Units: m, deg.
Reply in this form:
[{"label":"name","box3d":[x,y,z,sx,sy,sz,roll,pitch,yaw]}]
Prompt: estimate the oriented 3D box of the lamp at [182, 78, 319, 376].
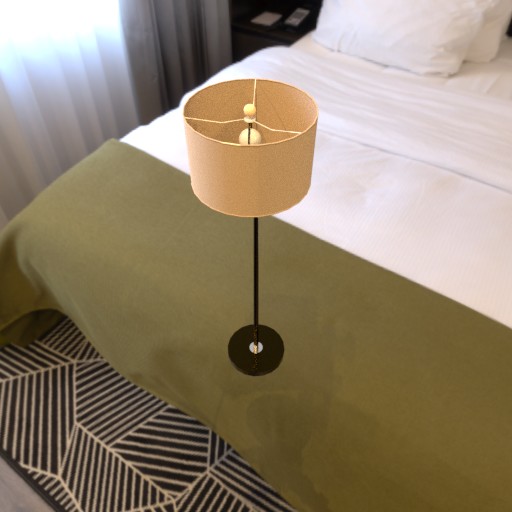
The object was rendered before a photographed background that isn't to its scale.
[{"label":"lamp","box3d":[0.000,0.000,1.954,0.373,1.635,0.809,3,46,3]}]
